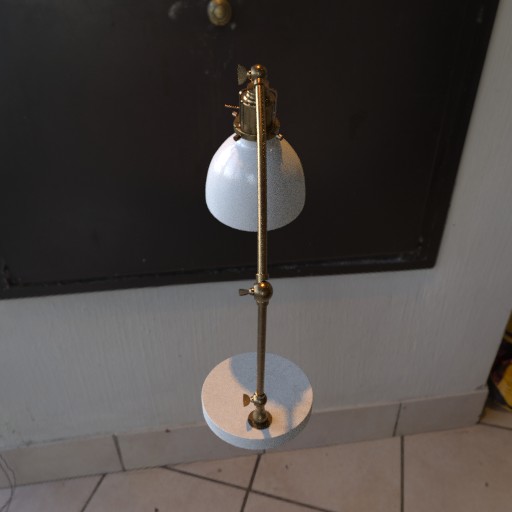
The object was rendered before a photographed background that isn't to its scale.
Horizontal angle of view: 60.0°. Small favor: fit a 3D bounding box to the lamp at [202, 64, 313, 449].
[{"bbox_3d":[0.000,0.000,0.660,0.186,0.522,0.317,-1,31,-2],"label":"lamp"}]
